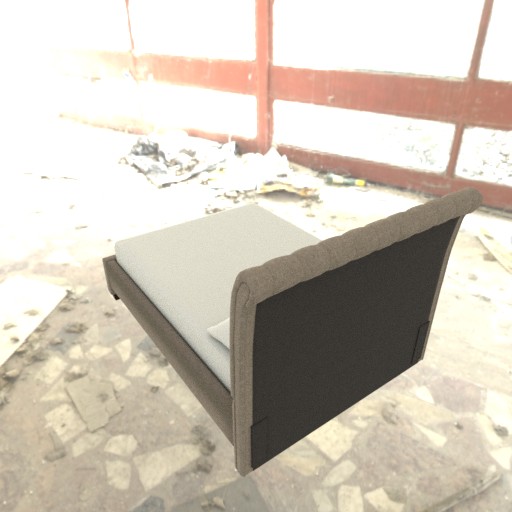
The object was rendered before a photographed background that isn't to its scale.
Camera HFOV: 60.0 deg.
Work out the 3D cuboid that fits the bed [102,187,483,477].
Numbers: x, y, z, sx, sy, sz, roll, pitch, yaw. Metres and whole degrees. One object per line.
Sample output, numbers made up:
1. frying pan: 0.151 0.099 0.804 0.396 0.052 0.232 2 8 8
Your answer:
1. bed: 0.000 0.000 3.264 1.645 1.371 2.252 -20 35 -30
